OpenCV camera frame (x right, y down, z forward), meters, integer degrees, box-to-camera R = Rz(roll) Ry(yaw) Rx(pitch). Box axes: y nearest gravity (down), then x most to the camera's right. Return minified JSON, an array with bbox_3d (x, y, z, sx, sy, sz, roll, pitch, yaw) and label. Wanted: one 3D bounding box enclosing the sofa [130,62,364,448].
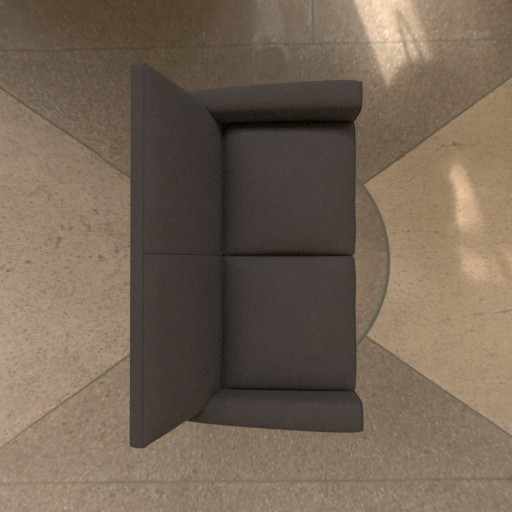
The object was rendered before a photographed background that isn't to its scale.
[{"bbox_3d":[0.000,0.000,1.951,0.871,0.846,1.420,0,89,1],"label":"sofa"}]
